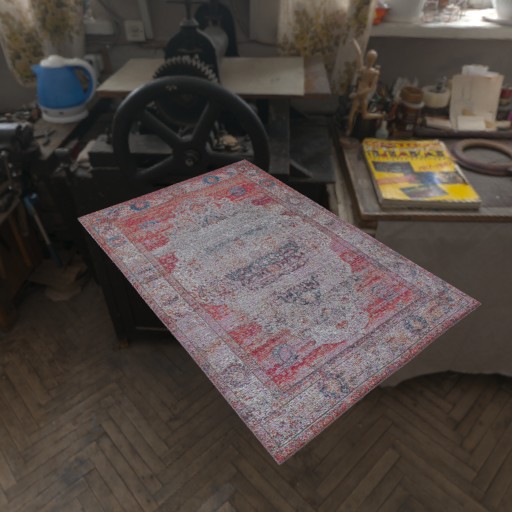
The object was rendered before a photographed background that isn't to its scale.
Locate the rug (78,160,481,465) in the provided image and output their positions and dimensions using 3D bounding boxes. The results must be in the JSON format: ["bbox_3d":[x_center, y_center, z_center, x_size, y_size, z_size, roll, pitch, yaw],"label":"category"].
[{"bbox_3d":[0.000,0.000,2.313,1.219,0.006,1.829,-26,46,-28],"label":"rug"}]
